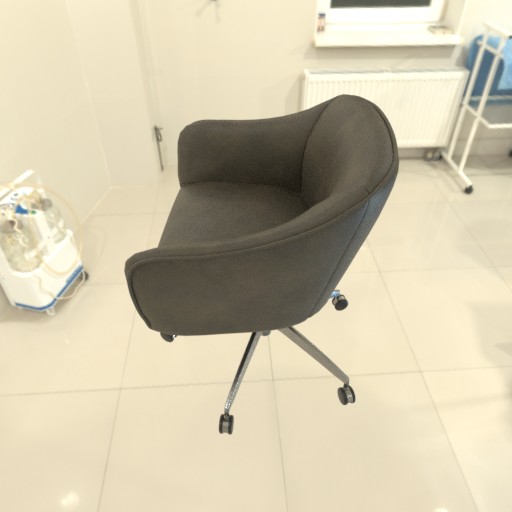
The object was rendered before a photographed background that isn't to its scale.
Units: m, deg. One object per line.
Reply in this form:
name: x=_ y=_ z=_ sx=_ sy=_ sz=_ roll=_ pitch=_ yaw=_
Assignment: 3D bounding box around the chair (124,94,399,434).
chair: x=0.000 y=0.000 z=1.322 sx=0.689 sy=0.827 sz=0.713 roll=2 pitch=41 yaw=2
